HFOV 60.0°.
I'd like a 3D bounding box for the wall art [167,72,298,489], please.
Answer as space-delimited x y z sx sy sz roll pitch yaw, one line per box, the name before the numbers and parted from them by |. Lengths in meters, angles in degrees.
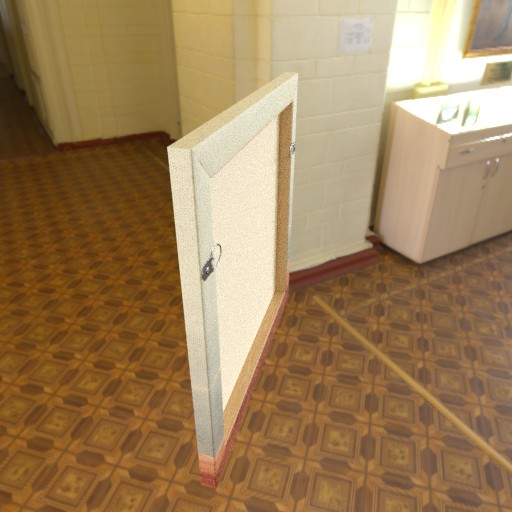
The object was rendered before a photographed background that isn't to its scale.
wall art | 0.000 0.000 0.590 0.023 0.405 0.405 8 31 13
